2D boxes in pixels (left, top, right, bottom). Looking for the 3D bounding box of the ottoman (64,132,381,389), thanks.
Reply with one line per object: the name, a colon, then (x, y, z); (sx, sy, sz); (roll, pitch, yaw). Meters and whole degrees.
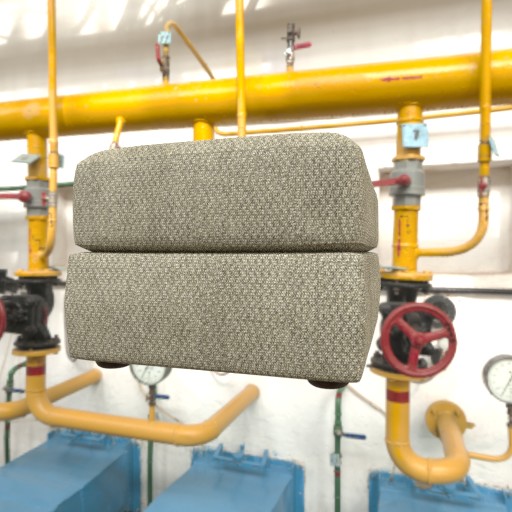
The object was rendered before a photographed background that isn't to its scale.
ottoman: (0.000, 0.000, 1.151); (0.603, 0.476, 0.751); (0, 1, 18)
